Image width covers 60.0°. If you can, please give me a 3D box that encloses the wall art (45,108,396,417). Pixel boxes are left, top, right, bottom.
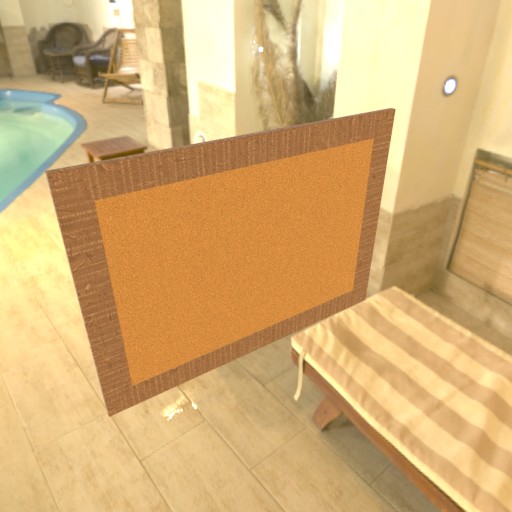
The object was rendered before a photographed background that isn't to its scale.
[{"bbox_3d":[0.000,0.000,1.374,1.056,0.761,0.020,-19,36,-28],"label":"wall art"}]
